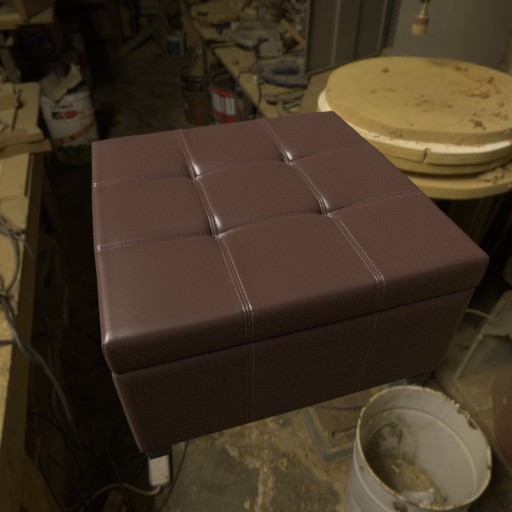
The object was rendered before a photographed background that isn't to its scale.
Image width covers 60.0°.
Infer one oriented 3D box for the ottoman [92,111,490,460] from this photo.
[{"bbox_3d":[0.000,0.000,1.239,0.788,0.460,0.787,-11,42,-13],"label":"ottoman"}]
